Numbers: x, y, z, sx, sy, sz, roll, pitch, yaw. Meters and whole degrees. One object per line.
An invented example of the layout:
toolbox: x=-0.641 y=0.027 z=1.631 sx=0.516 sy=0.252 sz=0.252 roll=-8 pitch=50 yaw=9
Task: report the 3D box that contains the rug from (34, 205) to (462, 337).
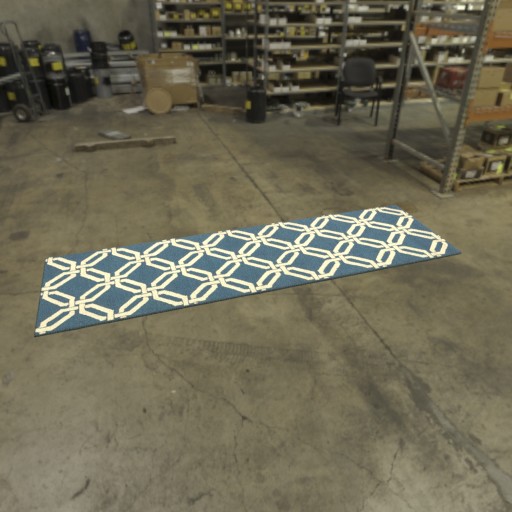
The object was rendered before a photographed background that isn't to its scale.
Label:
rug: x=0.000 y=0.000 z=2.523 sx=2.276 sy=0.014 sz=0.678 roll=-10 pitch=33 yaw=-15
